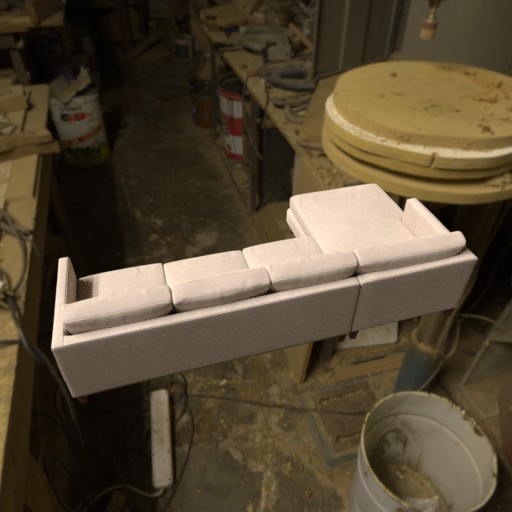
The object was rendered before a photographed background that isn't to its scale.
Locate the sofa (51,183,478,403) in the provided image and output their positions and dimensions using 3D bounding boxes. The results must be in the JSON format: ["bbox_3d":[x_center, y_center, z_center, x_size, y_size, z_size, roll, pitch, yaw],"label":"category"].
[{"bbox_3d":[0.000,0.000,3.886,3.186,0.846,1.625,-11,42,-12],"label":"sofa"}]
